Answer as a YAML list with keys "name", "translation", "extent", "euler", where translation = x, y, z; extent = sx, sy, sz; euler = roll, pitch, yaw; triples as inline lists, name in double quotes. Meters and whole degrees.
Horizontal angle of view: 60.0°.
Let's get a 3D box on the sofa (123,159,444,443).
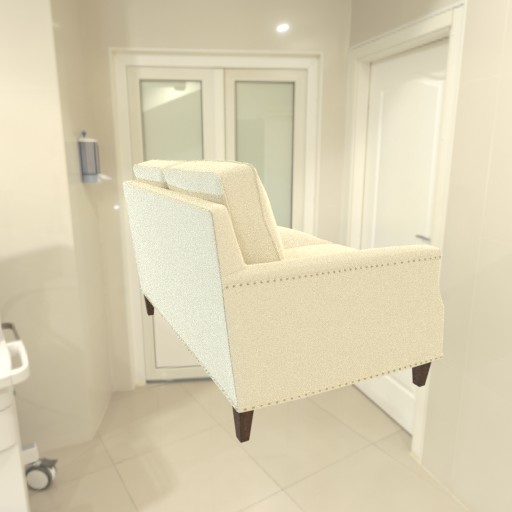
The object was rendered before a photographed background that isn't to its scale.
- name: "sofa"
  translation: [0.000, 0.000, 2.328]
  extent: [1.084, 1.003, 1.597]
  euler: [-7, 15, -26]
